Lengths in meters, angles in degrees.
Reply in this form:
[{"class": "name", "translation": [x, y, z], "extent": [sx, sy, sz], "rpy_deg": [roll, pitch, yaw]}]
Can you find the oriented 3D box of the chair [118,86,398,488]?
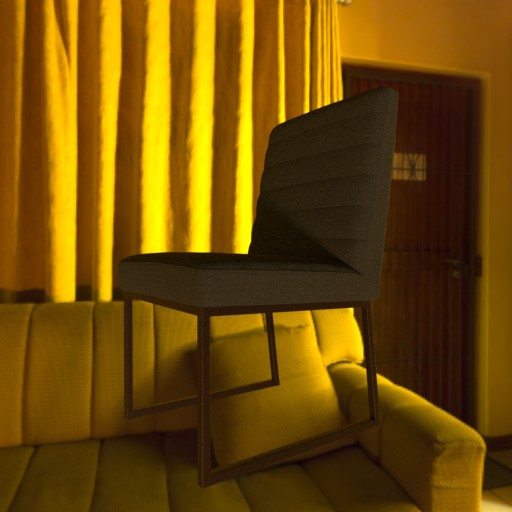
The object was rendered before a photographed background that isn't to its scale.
[{"class": "chair", "translation": [0.000, 0.000, 1.249], "extent": [0.634, 0.930, 0.520], "rpy_deg": [-1, 1, -36]}]
